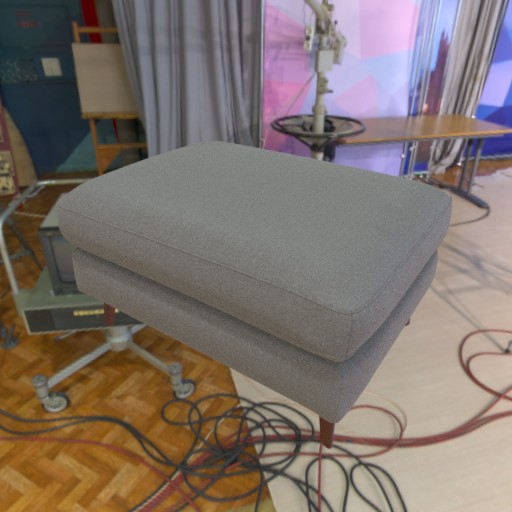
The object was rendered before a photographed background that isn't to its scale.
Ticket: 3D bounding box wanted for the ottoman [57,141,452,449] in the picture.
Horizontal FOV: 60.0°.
[{"bbox_3d":[0.000,0.000,1.148,0.811,0.449,0.608,19,35,30],"label":"ottoman"}]
